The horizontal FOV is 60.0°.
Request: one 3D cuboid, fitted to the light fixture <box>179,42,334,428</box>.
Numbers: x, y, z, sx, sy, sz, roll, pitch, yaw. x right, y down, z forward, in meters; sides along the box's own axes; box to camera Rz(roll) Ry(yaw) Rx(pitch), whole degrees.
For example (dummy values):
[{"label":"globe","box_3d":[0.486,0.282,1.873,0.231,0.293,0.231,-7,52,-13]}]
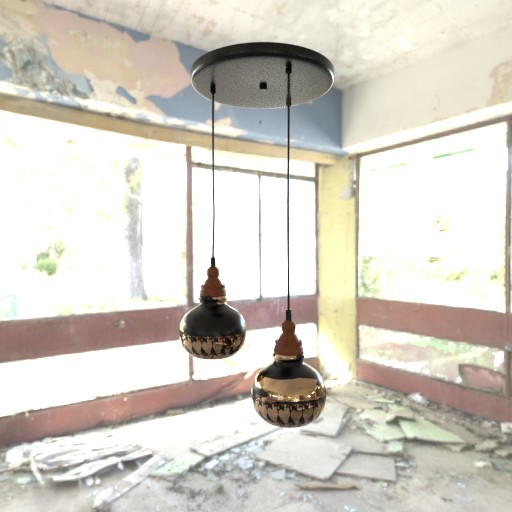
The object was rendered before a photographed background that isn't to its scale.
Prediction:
[{"label":"light fixture","box_3d":[0.000,0.000,1.738,0.605,1.410,0.608,0,0,0]}]
